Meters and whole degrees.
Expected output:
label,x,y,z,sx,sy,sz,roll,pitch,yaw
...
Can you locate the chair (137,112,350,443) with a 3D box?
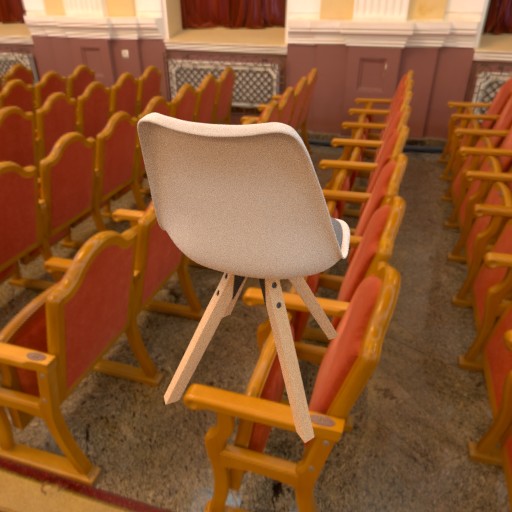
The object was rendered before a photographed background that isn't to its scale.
label,x,y,z,sx,sy,sz,roll,pitch,yaw
chair,0.000,0.000,1.204,0.485,0.850,0.550,9,32,15
